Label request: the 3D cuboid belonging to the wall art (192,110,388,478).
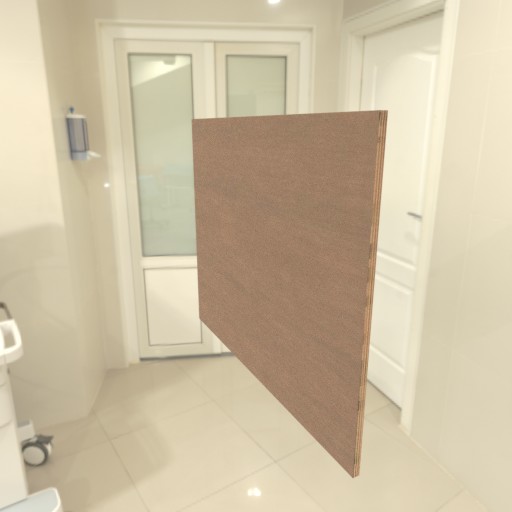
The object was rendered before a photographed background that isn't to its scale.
[{"bbox_3d":[0.000,0.000,0.678,0.010,0.408,0.508,-8,18,-26],"label":"wall art"}]
